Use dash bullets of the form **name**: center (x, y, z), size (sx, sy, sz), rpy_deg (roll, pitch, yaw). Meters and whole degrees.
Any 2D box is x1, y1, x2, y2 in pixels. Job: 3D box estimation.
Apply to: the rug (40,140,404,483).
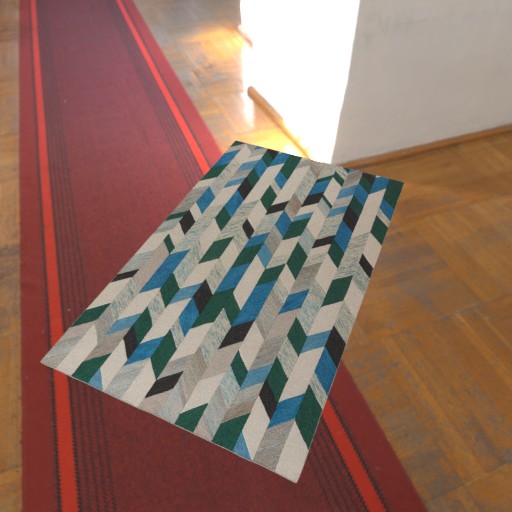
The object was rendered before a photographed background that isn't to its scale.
- **rug**: center (0.000, 0.000, 2.979), size (1.507, 0.007, 2.433), rpy_deg (18, 49, 16)
